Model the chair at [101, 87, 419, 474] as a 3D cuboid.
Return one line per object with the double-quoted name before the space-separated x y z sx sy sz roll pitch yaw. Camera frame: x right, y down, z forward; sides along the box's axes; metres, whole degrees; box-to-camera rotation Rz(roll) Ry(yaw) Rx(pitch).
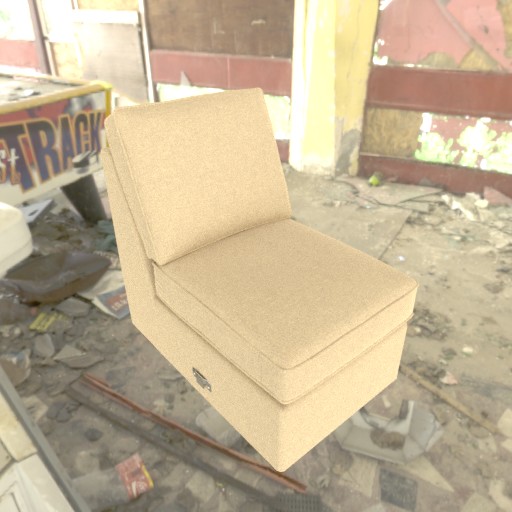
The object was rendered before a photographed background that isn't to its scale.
"chair" 0.000 0.000 1.529 0.621 0.970 0.938 -23 37 -34
